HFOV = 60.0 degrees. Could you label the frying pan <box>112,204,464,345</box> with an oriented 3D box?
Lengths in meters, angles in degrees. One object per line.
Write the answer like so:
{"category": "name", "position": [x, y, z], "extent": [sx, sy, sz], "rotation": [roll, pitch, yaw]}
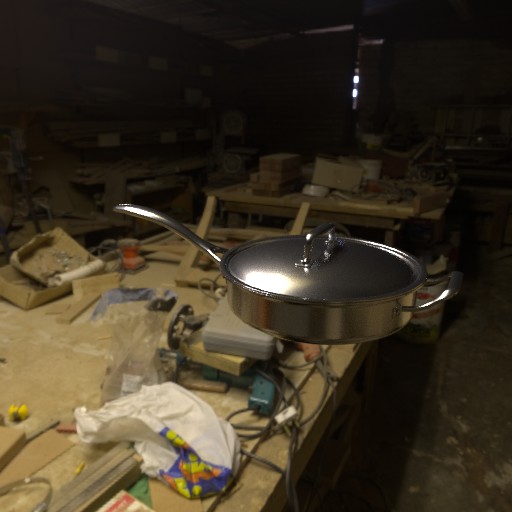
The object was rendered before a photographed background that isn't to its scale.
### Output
{"category": "frying pan", "position": [0.000, 0.000, 0.662], "extent": [0.561, 0.114, 0.280], "rotation": [9, 20, 27]}
